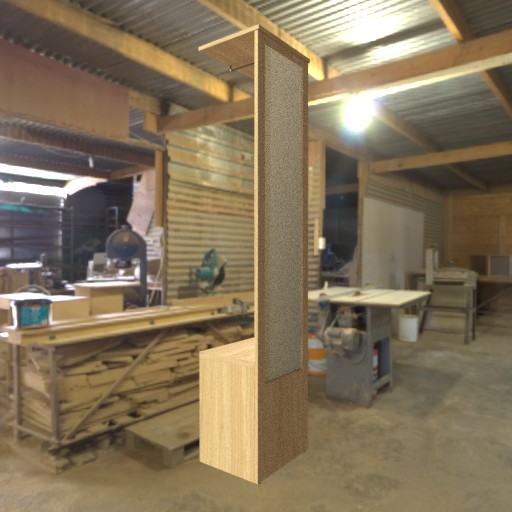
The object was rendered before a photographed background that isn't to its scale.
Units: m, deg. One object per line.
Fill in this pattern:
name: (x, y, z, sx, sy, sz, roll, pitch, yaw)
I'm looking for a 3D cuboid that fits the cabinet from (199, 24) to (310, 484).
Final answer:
cabinet: (0.000, 0.000, 2.065, 0.338, 1.879, 0.411, 0, 1, 37)
